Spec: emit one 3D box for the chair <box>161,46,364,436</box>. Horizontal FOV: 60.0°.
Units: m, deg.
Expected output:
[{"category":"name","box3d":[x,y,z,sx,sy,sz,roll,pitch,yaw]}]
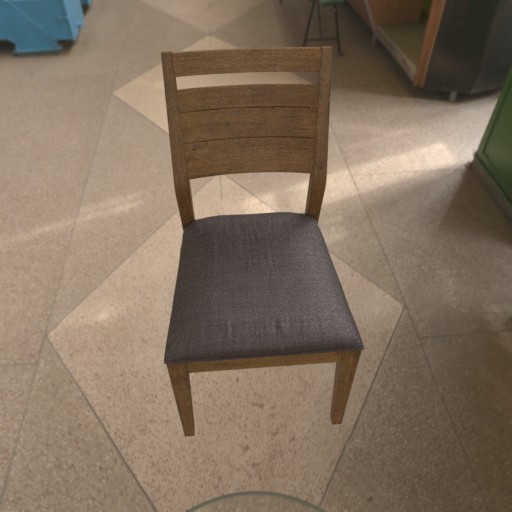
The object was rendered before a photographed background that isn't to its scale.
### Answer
[{"category":"chair","box3d":[0.000,0.000,1.256,0.501,0.939,0.610,-3,46,-3]}]
